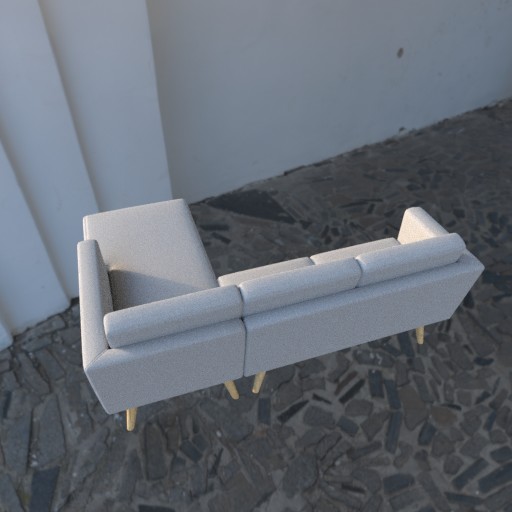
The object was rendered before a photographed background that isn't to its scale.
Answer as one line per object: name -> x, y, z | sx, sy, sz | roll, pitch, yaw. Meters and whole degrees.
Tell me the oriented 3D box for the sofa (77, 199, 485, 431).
sofa -> 0.000, 0.000, 2.789 | 2.040, 0.860, 1.530 | -12, 42, -14
